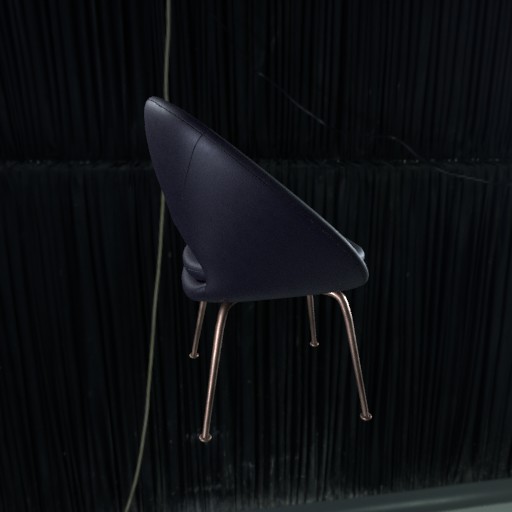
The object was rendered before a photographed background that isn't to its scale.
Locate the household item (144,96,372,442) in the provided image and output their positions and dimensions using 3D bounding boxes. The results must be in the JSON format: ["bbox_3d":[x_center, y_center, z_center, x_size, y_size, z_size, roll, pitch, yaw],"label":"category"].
[{"bbox_3d":[0.000,0.000,1.272,0.573,0.852,0.623,-3,16,-11],"label":"household item"}]
